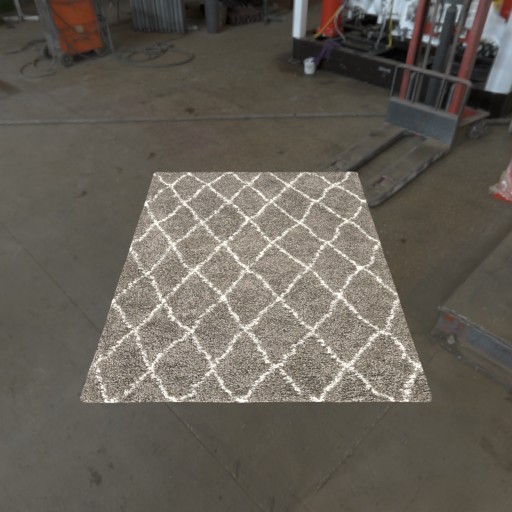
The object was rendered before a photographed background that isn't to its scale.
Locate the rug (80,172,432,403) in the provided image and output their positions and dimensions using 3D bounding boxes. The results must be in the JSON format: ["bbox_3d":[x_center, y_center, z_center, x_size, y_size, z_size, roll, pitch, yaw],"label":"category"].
[{"bbox_3d":[0.000,0.000,4.194,2.438,0.029,3.047,0,41,0],"label":"rug"}]
